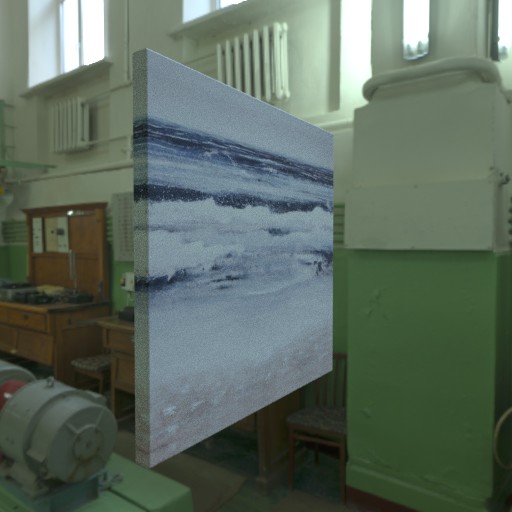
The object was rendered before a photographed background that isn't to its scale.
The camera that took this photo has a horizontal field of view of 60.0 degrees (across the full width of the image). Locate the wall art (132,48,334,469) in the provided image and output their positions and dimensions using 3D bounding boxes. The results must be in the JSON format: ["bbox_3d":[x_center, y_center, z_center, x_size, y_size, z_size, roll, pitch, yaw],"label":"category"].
[{"bbox_3d":[0.000,0.000,1.107,0.065,0.747,0.755,1,2,35],"label":"wall art"}]
